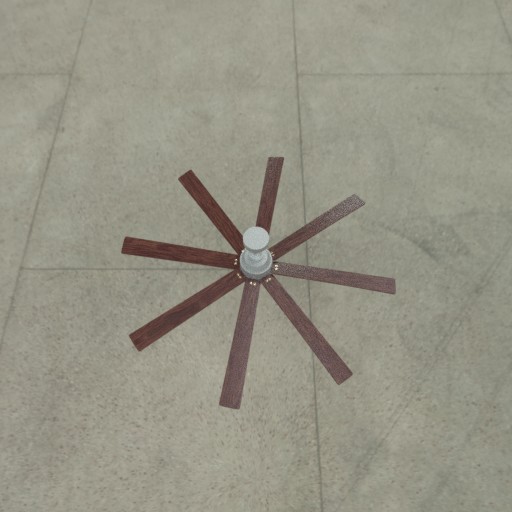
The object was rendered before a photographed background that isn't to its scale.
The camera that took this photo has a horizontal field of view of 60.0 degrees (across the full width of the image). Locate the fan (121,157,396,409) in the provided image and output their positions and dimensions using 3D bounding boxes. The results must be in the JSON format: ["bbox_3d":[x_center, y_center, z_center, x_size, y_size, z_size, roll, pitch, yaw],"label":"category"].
[{"bbox_3d":[0.000,0.000,2.816,1.830,0.472,1.830,-32,68,-15],"label":"fan"}]
